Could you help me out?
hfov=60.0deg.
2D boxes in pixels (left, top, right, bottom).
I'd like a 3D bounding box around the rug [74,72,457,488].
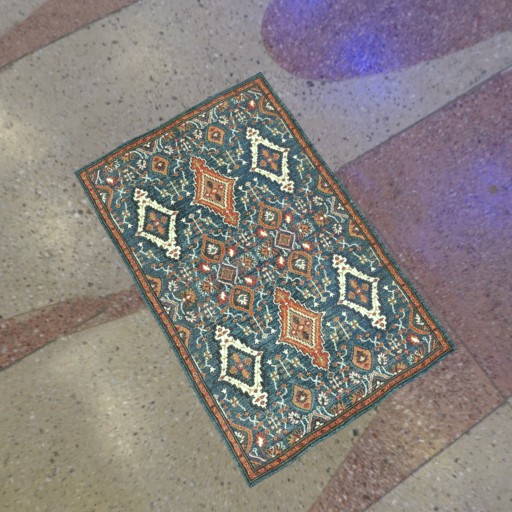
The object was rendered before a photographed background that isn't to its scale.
[{"bbox_3d":[0.000,0.000,4.152,2.190,0.008,3.371,-31,78,-7],"label":"rug"}]
